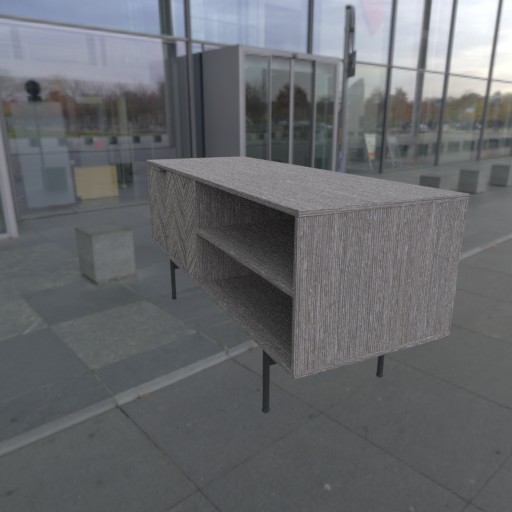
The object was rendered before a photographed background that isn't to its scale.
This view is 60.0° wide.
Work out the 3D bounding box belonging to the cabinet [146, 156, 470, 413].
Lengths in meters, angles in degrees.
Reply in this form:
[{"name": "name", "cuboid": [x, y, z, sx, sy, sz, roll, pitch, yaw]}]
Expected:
[{"name": "cabinet", "cuboid": [0.000, 0.000, 1.599, 0.500, 0.599, 1.300, -8, 19, -25]}]
